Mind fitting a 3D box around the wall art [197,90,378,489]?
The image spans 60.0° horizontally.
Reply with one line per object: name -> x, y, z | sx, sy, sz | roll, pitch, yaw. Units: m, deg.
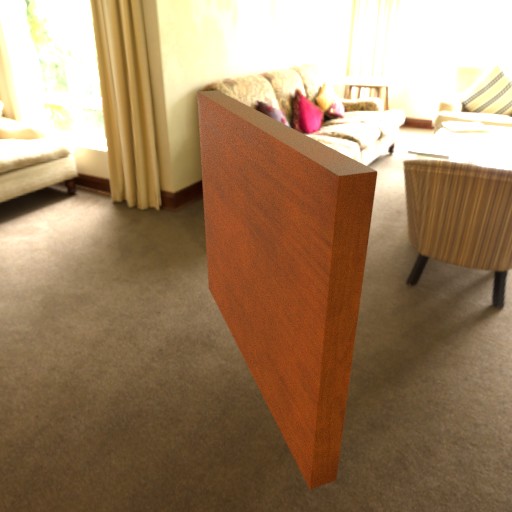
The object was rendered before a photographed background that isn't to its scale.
wall art -> 0.000, 0.000, 0.540 | 0.030, 0.328, 0.401 | -10, 30, -18
